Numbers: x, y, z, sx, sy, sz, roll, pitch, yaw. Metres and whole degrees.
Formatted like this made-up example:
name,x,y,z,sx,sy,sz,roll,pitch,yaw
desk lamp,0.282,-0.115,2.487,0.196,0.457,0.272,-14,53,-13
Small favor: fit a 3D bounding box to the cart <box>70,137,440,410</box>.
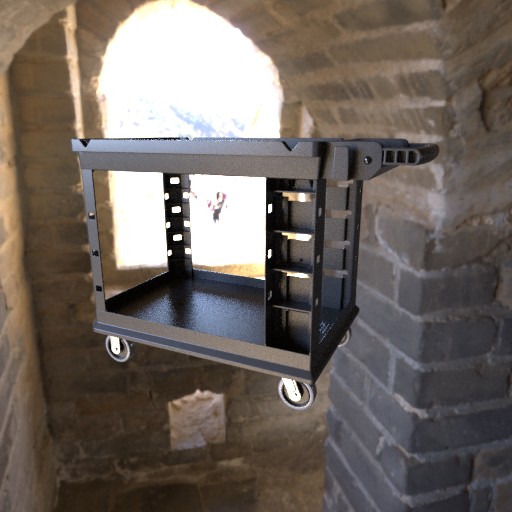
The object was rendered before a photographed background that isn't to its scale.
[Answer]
name,x,y,z,sx,sy,sz,roll,pitch,yaw
cart,0.000,0.000,1.730,1.239,0.884,0.674,7,17,24
